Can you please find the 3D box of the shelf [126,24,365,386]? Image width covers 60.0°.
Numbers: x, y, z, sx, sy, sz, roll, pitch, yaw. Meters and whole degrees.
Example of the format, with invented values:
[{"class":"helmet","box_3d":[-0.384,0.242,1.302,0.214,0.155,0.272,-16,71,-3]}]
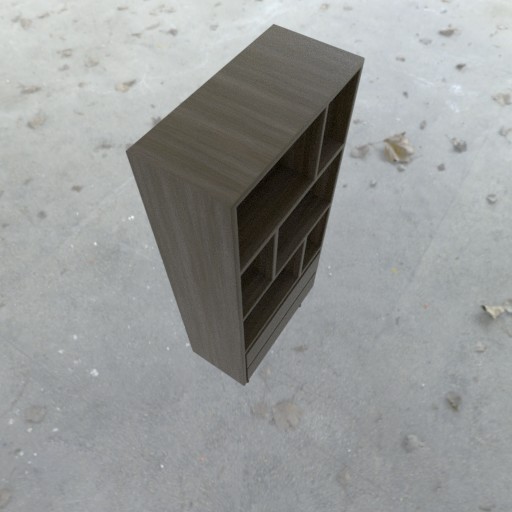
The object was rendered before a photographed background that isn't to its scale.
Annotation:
[{"class":"shelf","box_3d":[0.000,0.000,1.837,0.323,1.545,0.670,30,62,17]}]
